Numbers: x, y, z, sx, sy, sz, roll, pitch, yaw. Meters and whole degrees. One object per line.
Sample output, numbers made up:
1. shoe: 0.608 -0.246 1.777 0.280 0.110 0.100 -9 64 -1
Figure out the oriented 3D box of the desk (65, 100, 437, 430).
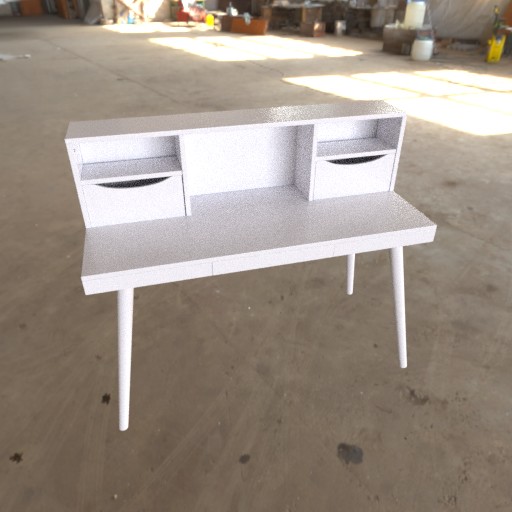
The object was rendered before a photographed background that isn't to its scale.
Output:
1. desk: 0.000 0.000 1.726 1.199 0.990 0.559 -8 34 -13
